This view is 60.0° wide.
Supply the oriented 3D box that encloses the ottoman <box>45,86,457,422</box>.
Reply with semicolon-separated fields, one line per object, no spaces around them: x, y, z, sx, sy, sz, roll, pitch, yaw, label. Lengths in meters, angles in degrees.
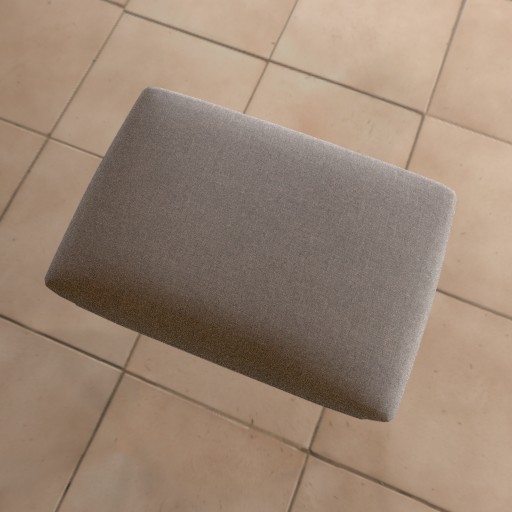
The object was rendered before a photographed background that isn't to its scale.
0.000;0.000;1.160;0.838;0.457;0.584;20;76;5;ottoman
